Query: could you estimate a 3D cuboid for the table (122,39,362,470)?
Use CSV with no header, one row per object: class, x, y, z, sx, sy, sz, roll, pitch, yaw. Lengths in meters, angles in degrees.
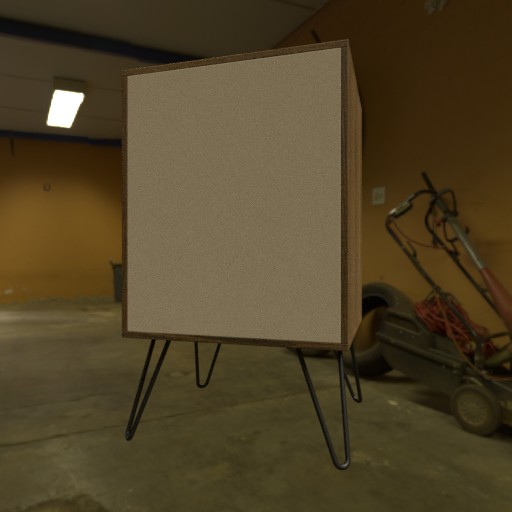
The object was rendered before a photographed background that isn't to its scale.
table,0.000,0.000,1.175,0.526,0.866,0.457,0,0,17
